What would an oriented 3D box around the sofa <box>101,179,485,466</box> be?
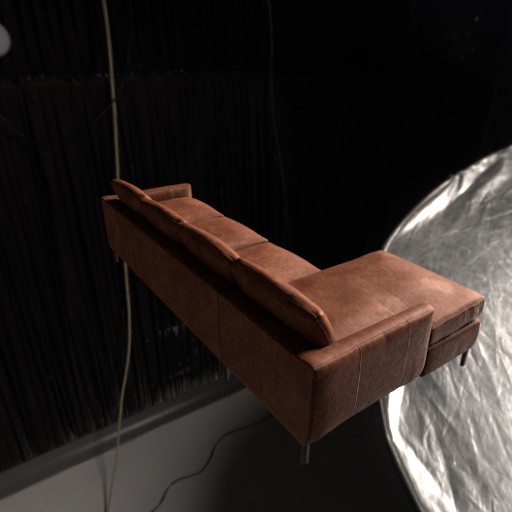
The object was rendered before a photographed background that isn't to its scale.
[{"bbox_3d":[0.000,0.000,3.504,1.471,0.859,2.993,-17,30,-31],"label":"sofa"}]
